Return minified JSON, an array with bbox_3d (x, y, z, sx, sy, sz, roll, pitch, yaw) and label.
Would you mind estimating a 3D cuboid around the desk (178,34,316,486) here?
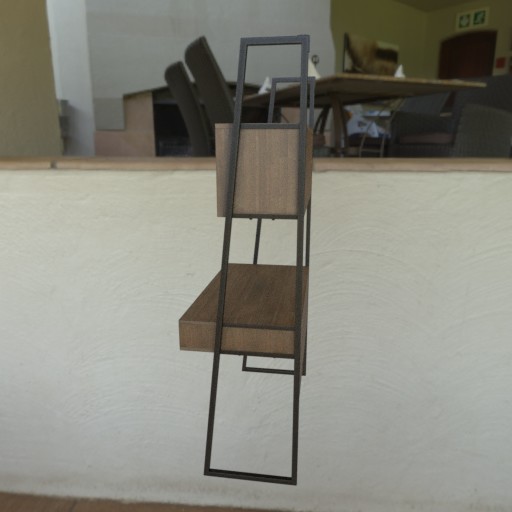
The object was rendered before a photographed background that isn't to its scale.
[{"bbox_3d":[0.000,0.000,2.223,0.515,1.809,0.982,2,14,8],"label":"desk"}]
